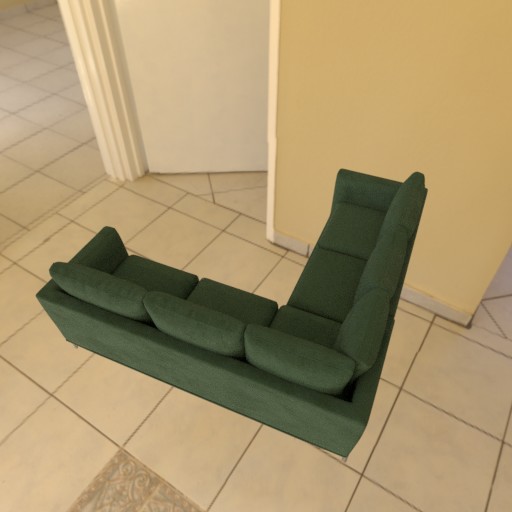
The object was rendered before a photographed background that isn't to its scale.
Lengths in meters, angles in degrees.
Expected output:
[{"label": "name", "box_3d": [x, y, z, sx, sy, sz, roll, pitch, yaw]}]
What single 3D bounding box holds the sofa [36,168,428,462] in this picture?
[{"label": "sofa", "box_3d": [0.000, 0.000, 3.837, 2.452, 1.004, 2.468, 17, 48, 16]}]
